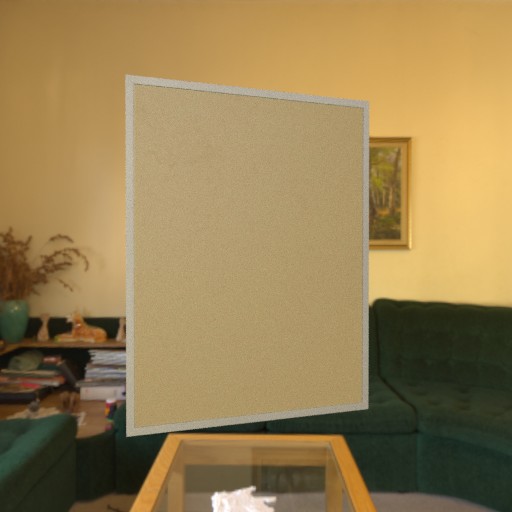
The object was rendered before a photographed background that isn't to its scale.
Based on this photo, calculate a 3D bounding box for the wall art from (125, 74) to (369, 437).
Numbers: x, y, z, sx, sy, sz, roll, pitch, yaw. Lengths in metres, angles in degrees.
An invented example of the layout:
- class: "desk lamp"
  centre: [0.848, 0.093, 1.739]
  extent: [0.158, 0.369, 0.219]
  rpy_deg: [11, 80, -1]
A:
- class: "wall art"
  centre: [0.000, 0.000, 1.402]
  extent: [0.789, 1.042, 0.034]
  rpy_deg: [0, 1, -17]
